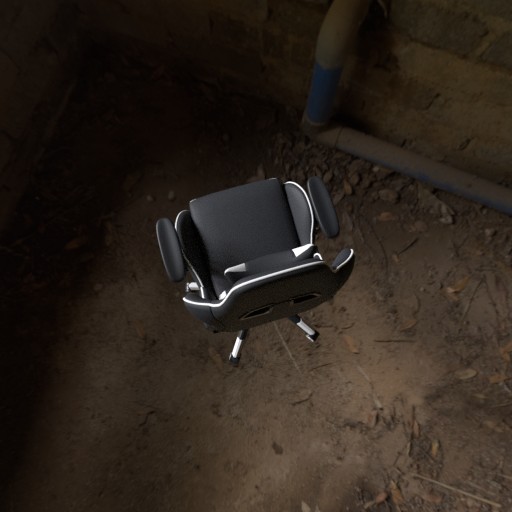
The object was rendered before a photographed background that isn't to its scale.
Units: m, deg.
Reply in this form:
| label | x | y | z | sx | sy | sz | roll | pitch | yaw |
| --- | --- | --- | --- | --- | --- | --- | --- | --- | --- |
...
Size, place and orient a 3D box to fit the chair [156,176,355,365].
| label | x | y | z | sx | sy | sz | roll | pitch | yaw |
| --- | --- | --- | --- | --- | --- | --- | --- | --- | --- |
| chair | 0.000 | 0.000 | 1.650 | 0.700 | 1.240 | 0.700 | -16 | 76 | -4 |
